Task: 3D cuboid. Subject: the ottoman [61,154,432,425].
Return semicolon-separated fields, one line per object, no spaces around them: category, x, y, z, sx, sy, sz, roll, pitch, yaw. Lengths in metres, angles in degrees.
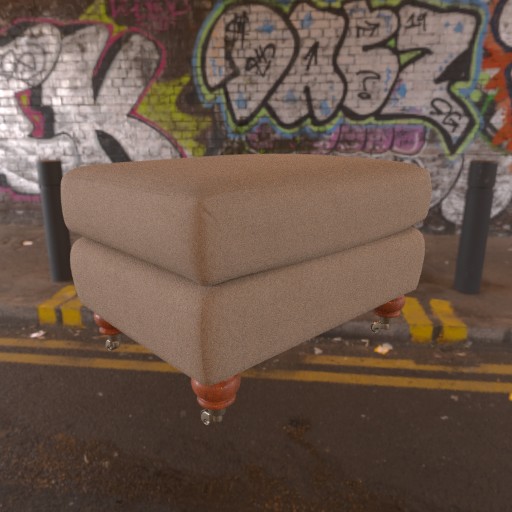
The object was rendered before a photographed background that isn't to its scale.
ottoman;0.000;0.000;1.138;0.773;0.504;0.569;-14;21;-41
